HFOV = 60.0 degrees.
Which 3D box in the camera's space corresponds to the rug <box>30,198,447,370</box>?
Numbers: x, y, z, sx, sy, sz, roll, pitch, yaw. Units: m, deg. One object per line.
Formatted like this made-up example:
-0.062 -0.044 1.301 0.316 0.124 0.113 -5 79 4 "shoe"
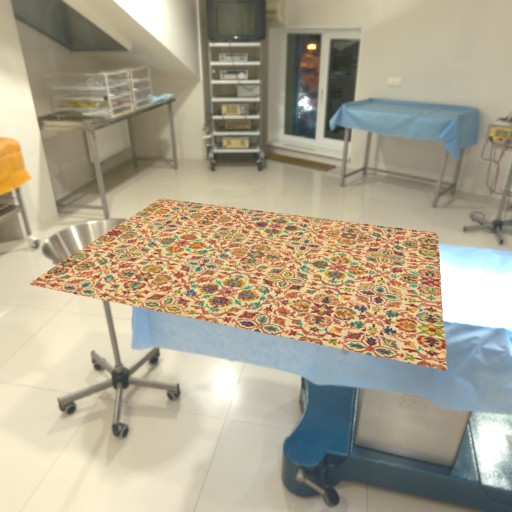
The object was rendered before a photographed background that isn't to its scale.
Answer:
0.000 0.000 2.337 1.838 0.013 1.226 9 29 17 "rug"
